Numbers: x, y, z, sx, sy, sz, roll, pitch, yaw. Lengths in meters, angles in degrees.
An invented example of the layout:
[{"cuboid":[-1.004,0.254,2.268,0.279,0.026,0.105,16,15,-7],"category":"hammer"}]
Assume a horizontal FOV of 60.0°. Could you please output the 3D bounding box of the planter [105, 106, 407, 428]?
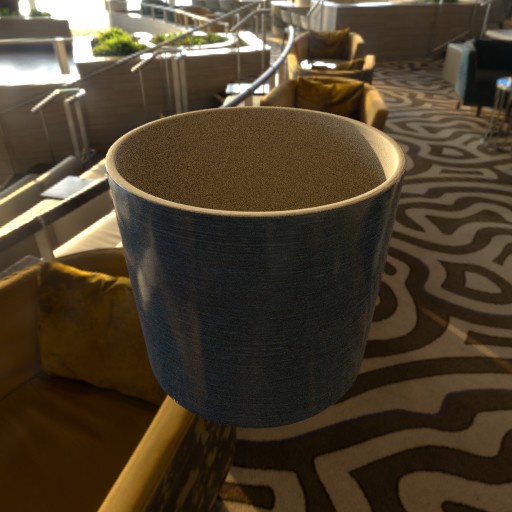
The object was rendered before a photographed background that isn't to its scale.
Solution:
[{"cuboid":[0.000,0.000,0.394,0.221,0.201,0.221,0,34,0],"category":"planter"}]
